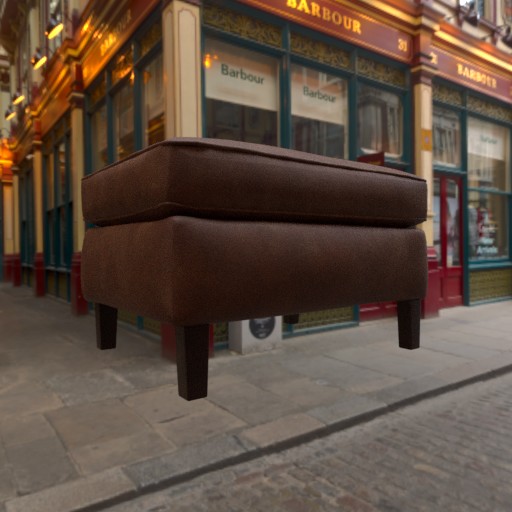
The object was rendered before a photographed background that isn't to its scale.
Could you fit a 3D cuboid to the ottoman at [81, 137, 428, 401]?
[{"bbox_3d":[0.000,0.000,0.999,0.665,0.418,0.501,-1,1,-36],"label":"ottoman"}]
